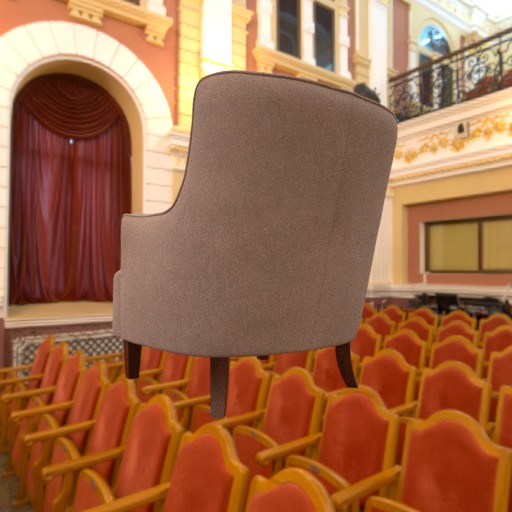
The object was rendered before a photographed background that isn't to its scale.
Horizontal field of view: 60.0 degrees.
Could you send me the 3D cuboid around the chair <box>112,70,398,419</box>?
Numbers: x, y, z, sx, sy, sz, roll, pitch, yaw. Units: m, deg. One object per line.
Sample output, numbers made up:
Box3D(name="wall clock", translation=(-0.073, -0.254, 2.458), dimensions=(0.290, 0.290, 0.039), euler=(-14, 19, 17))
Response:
Box3D(name="chair", translation=(0.000, 0.000, 1.576), dimensions=(0.781, 0.919, 0.910), euler=(1, -3, -36))
